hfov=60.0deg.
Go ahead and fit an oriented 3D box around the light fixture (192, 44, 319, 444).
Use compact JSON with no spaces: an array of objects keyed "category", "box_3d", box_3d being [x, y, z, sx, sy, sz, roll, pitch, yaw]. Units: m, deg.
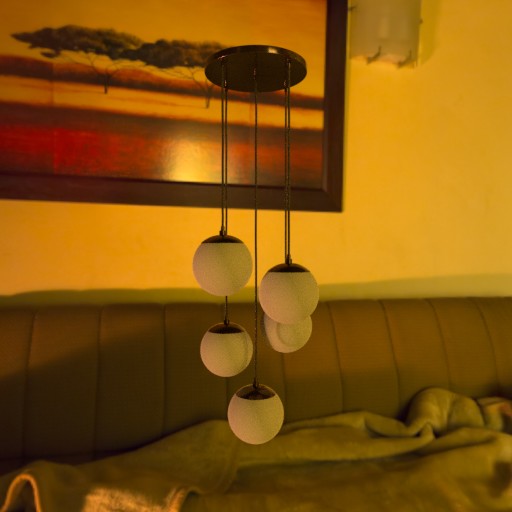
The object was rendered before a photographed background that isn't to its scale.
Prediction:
[{"category":"light fixture","box_3d":[0.000,0.000,1.511,0.489,1.271,0.484,-1,1,-35]}]
